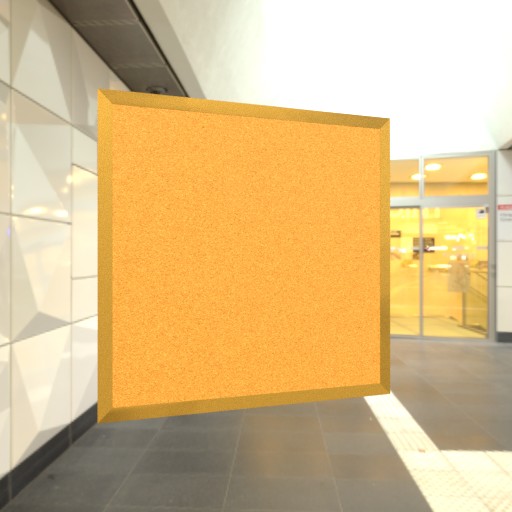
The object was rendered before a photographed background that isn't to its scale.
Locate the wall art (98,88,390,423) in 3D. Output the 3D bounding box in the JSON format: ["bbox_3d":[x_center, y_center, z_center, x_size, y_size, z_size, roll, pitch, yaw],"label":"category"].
[{"bbox_3d":[0.000,0.000,1.134,0.762,0.762,0.038,0,0,-17],"label":"wall art"}]
